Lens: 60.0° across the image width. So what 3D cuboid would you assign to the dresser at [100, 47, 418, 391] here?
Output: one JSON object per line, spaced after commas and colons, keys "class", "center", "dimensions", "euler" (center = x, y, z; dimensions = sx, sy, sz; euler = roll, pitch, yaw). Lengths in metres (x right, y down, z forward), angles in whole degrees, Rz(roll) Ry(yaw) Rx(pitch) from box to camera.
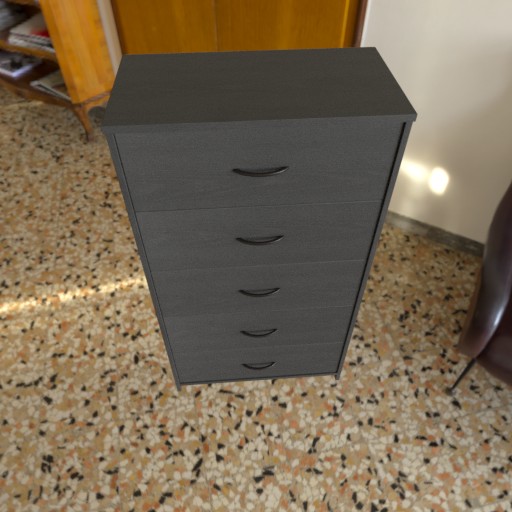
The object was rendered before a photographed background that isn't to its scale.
{"class": "dresser", "center": [0.000, 0.000, 1.557], "dimensions": [0.704, 1.255, 0.399], "euler": [-3, 47, -3]}
